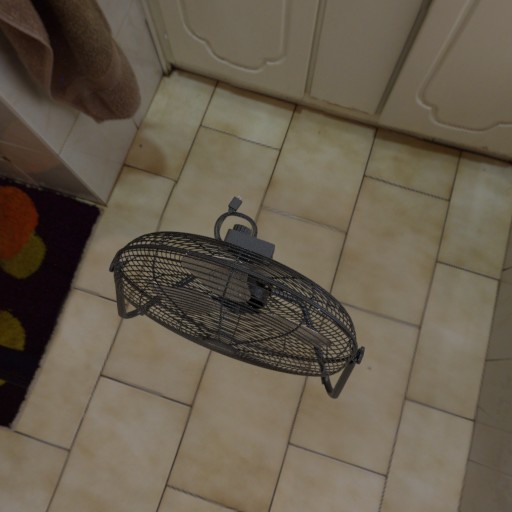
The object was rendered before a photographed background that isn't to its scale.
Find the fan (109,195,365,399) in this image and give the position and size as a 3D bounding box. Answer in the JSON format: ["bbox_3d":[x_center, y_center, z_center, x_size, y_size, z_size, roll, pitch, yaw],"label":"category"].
[{"bbox_3d":[0.000,0.000,0.919,0.555,0.546,0.424,20,76,5],"label":"fan"}]
